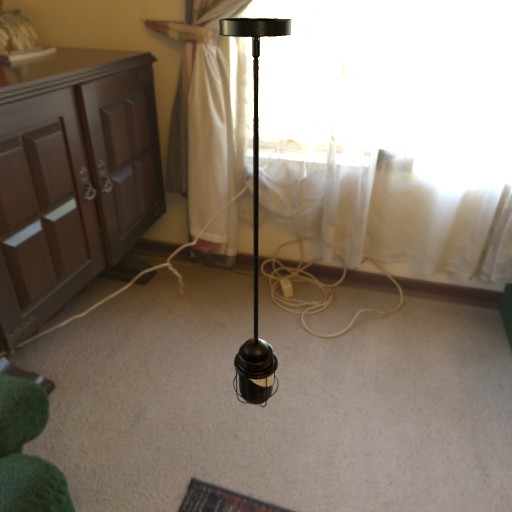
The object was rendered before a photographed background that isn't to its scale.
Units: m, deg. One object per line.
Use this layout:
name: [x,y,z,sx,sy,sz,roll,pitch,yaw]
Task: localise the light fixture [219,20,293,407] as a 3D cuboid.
light fixture: [0.000,0.000,0.976,0.123,0.920,0.123,0,31,0]
